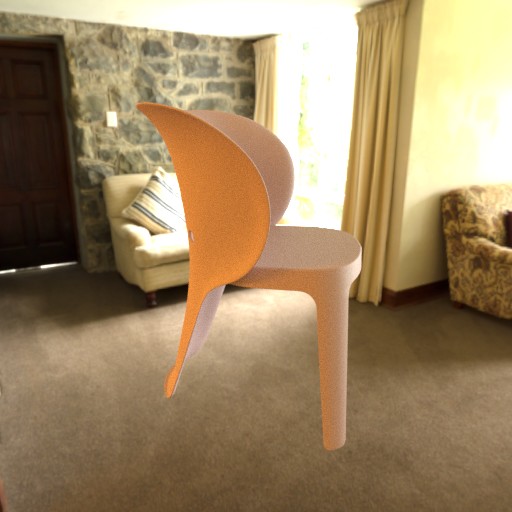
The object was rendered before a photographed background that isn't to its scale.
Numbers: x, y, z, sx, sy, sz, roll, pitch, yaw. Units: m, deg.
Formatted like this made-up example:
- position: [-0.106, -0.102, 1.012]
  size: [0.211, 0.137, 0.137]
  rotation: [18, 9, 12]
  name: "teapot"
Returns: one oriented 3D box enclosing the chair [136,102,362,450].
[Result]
- position: [0.000, 0.000, 0.866]
  size: [0.402, 0.554, 0.451]
  rotation: [3, 17, 9]
  name: "chair"
